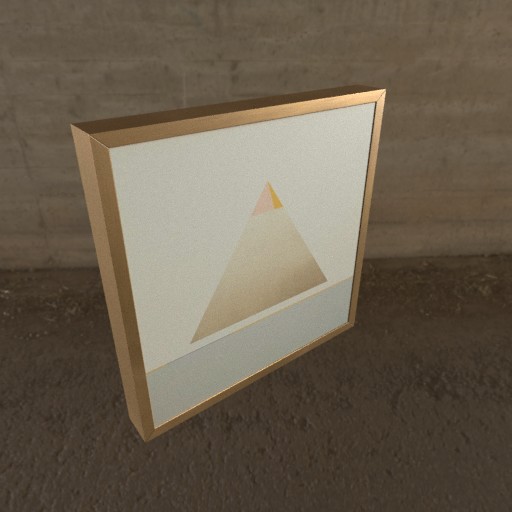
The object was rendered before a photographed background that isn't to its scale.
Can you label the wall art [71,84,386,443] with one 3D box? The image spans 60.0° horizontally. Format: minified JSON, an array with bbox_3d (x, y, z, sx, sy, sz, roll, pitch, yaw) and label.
[{"bbox_3d":[0.000,0.000,0.458,0.305,0.303,0.038,-21,35,-32],"label":"wall art"}]
